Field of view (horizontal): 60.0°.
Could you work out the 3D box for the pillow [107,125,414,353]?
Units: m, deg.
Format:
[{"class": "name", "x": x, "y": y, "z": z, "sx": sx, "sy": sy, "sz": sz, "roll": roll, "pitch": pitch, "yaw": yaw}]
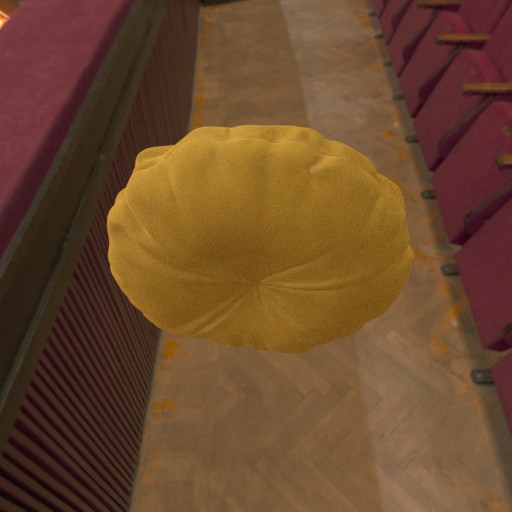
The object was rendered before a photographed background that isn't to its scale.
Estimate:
[{"class": "pillow", "x": 0.000, "y": 0.000, "z": 0.632, "sx": 0.428, "sy": 0.407, "sz": 0.148, "roll": 3, "pitch": 48, "yaw": 2}]
